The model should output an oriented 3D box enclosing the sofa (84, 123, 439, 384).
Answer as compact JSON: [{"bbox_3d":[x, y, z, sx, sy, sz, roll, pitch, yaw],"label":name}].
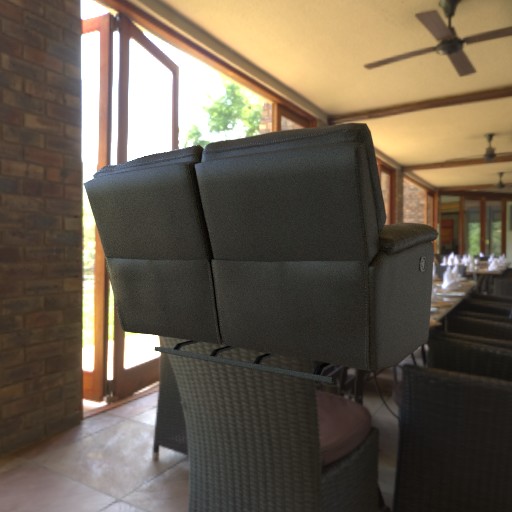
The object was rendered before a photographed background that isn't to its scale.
[{"bbox_3d":[0.000,0.000,2.492,1.765,1.111,1.104,0,1,35],"label":"sofa"}]
